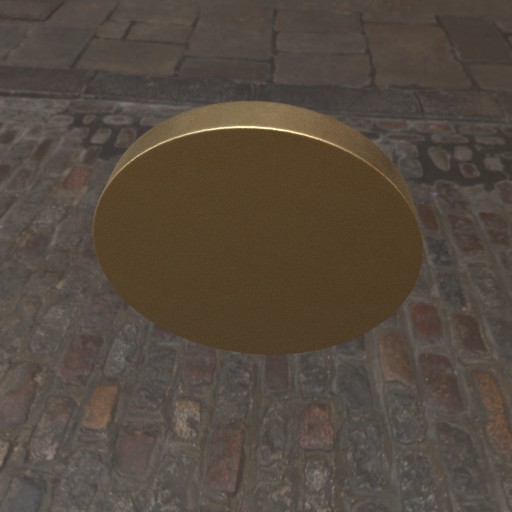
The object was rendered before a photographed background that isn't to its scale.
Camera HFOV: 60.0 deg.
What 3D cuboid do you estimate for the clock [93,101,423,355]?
[{"bbox_3d":[0.000,0.000,0.447,0.314,0.314,0.040,3,47,3],"label":"clock"}]
